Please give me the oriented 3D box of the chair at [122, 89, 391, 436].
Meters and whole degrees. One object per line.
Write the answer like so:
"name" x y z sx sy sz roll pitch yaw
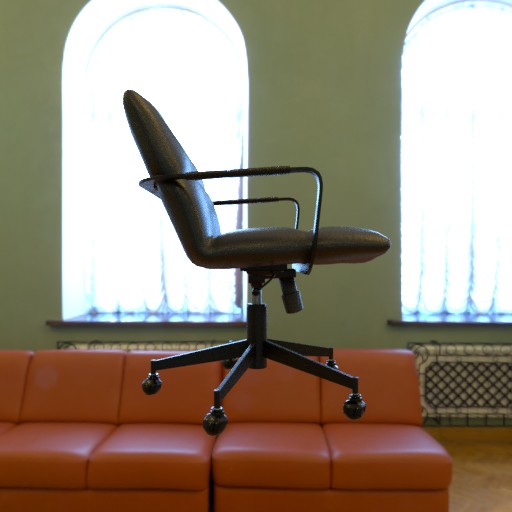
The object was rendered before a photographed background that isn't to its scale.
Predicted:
"chair" 0.000 0.000 1.461 0.748 0.922 0.719 0 0 0
